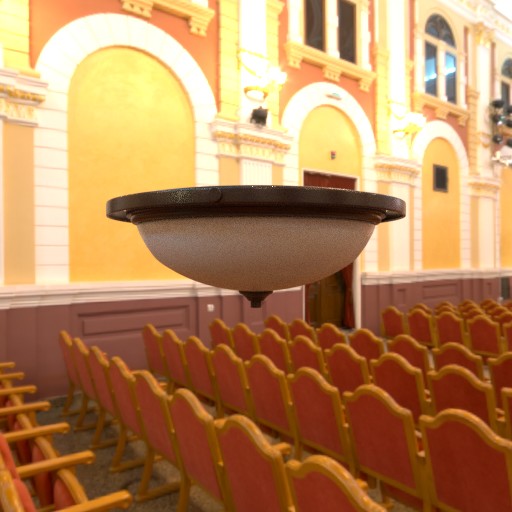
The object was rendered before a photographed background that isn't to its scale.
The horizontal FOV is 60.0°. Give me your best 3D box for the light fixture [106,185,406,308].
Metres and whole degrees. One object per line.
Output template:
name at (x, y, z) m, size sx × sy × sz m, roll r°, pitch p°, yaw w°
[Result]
light fixture at (0.000, 0.000, 0.563) m, size 0.361 × 0.130 × 0.361 m, roll 0°, pitch 0°, yaw 0°
